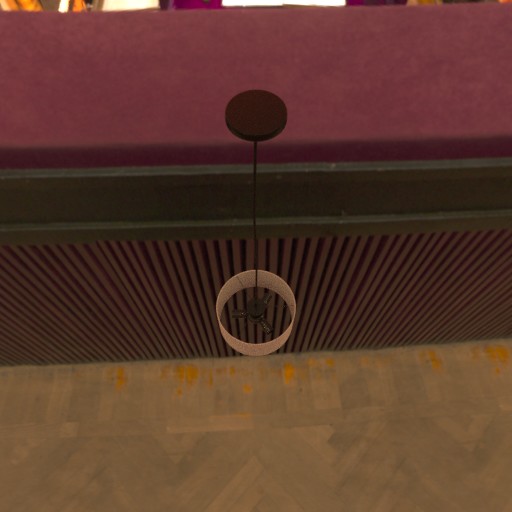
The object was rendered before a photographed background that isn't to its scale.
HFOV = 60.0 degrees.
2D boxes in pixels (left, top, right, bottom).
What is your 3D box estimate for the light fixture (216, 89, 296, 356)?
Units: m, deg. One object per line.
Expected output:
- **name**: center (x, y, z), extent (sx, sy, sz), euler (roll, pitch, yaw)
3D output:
- **light fixture**: center (0.000, 0.000, 1.741), extent (0.399, 1.516, 0.399), euler (0, 63, 0)
